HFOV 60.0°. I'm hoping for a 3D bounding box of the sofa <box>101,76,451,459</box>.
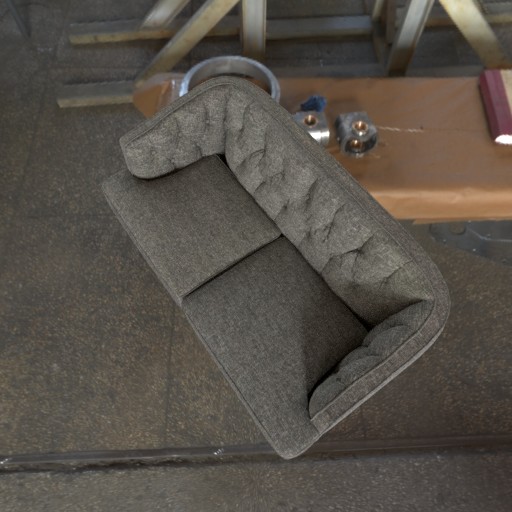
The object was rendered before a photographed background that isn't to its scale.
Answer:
[{"bbox_3d":[0.000,0.000,2.274,0.941,0.855,1.733,-33,68,-15],"label":"sofa"}]
